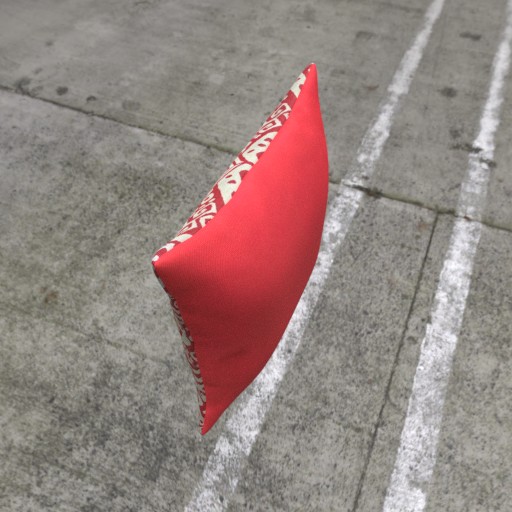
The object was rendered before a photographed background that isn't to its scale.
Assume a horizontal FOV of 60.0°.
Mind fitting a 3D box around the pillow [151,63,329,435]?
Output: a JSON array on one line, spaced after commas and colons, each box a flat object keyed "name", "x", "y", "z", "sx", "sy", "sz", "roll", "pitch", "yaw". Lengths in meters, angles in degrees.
[{"name": "pillow", "x": 0.000, "y": 0.000, "z": 0.816, "sx": 0.192, "sy": 0.507, "sz": 0.522, "roll": 18, "pitch": 51, "yaw": 16}]
